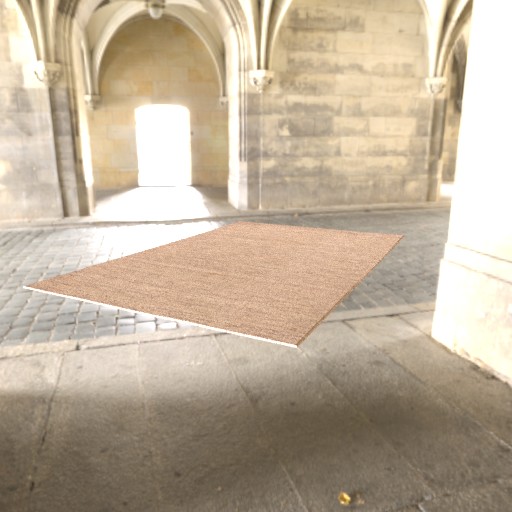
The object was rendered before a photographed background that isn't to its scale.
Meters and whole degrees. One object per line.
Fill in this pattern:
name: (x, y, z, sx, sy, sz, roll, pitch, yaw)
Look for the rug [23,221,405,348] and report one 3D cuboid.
rug: (0.000, 0.000, 2.360, 1.225, 0.013, 1.840, 7, 16, 26)
